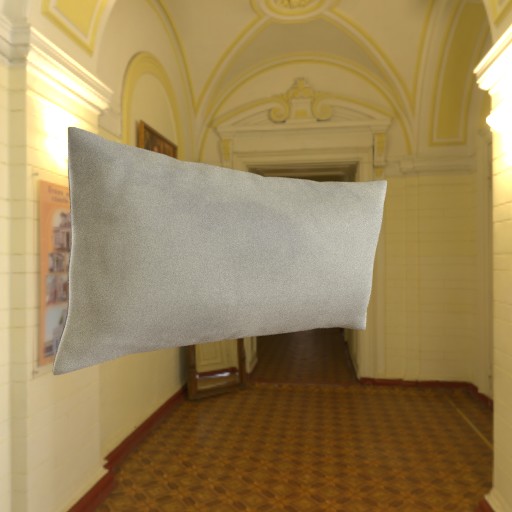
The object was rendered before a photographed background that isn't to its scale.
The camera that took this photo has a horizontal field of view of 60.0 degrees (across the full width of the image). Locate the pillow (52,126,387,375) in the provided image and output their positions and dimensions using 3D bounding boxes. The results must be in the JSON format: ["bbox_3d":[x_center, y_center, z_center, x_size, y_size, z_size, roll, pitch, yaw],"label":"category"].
[{"bbox_3d":[0.000,0.000,0.725,0.608,0.305,0.156,0,-1,-37],"label":"pillow"}]
